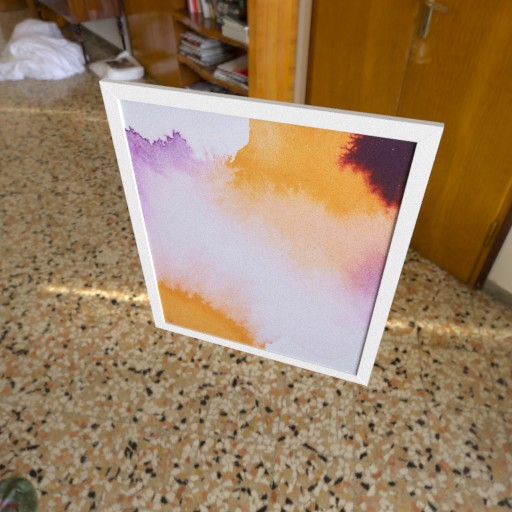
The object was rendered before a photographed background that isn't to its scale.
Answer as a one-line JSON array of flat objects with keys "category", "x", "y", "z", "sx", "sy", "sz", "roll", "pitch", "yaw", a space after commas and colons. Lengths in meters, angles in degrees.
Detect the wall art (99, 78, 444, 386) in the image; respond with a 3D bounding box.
[{"category": "wall art", "x": 0.000, "y": 0.000, "z": 0.779, "sx": 0.482, "sy": 0.557, "sz": 0.012, "roll": 13, "pitch": 43, "yaw": 14}]
